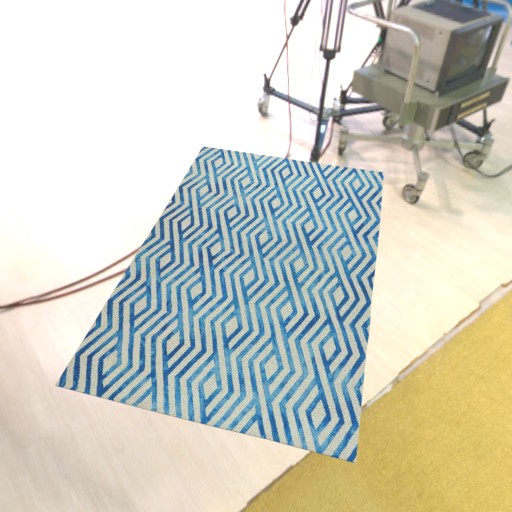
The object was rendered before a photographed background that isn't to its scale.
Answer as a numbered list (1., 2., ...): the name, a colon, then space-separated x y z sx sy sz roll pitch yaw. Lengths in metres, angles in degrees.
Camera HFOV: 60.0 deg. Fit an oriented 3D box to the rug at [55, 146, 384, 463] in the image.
1. rug: 0.000 0.000 2.318 1.225 0.008 1.830 11 47 10
